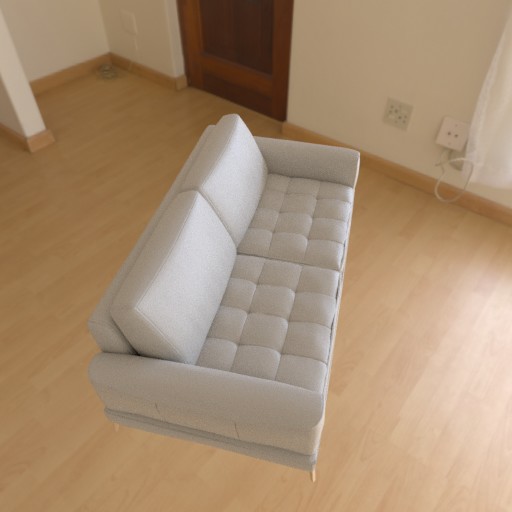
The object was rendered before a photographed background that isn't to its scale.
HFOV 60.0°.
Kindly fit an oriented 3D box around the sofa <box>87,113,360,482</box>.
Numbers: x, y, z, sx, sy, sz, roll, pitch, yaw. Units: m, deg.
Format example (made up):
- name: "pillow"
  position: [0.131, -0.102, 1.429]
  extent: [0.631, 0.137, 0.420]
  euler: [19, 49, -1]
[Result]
- name: "sofa"
  position: [0.000, 0.000, 2.710]
  extent: [1.121, 0.930, 2.177]
  euler: [10, 47, 9]
